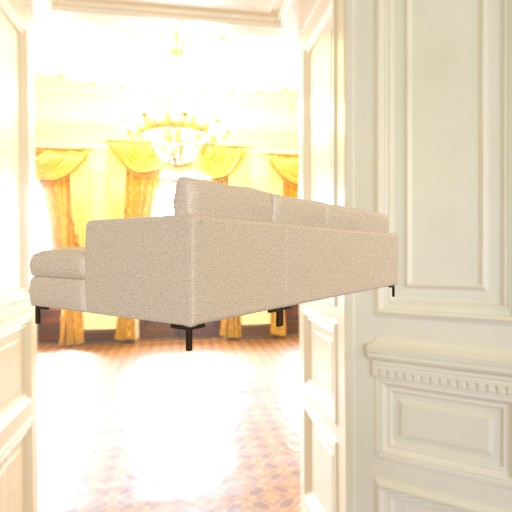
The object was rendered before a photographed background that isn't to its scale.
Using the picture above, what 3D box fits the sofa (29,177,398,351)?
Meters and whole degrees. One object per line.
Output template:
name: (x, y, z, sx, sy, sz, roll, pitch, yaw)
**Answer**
sofa: (0.000, 0.000, 3.253, 1.258, 0.755, 2.731, 1, 1, 35)
